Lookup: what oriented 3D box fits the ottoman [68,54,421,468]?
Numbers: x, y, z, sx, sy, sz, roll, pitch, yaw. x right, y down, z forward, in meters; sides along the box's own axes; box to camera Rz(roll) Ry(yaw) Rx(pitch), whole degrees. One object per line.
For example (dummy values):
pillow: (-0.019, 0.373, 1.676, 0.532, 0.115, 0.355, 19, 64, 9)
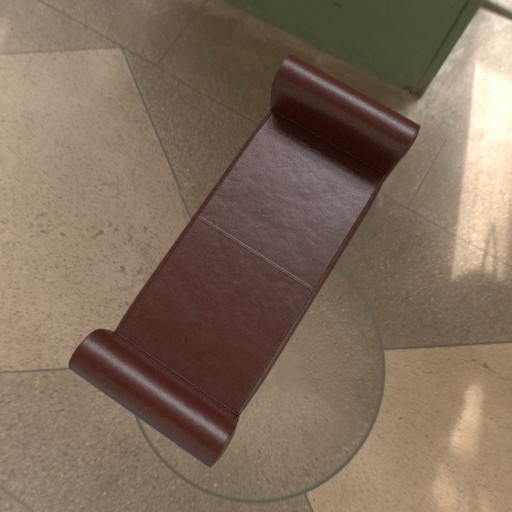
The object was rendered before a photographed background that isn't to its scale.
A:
ottoman: (0.000, 0.000, 1.604, 0.521, 0.547, 1.256, 32, 79, 7)
